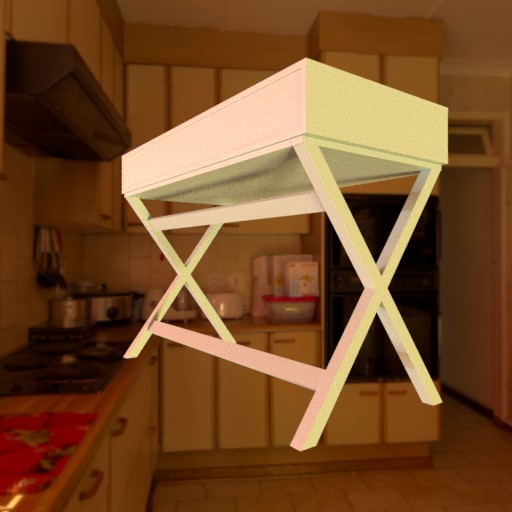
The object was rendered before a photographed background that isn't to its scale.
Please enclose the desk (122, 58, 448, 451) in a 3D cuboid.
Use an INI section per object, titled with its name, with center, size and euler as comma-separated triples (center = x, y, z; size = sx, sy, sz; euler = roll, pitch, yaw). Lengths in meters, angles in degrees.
[desk]
center = 0.000, 0.000, 1.453
size = 0.525, 0.780, 1.057
euler = 0, 0, -36
